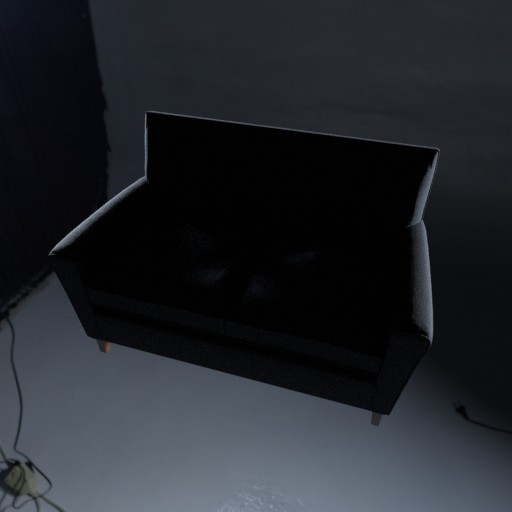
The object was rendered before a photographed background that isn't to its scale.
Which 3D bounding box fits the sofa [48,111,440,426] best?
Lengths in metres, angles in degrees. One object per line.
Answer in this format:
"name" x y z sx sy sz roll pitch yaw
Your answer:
"sofa" 0.000 0.000 1.959 1.420 0.846 0.875 11 42 13
